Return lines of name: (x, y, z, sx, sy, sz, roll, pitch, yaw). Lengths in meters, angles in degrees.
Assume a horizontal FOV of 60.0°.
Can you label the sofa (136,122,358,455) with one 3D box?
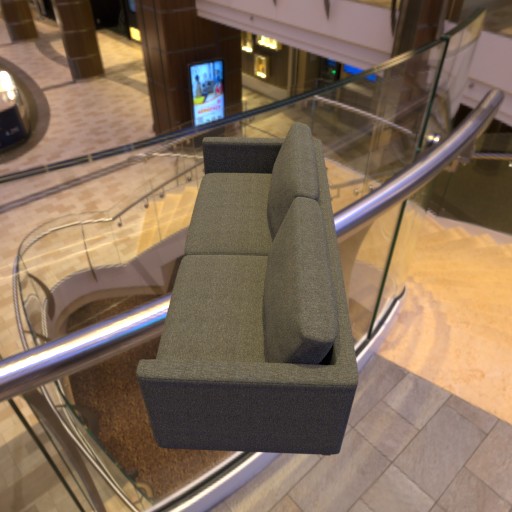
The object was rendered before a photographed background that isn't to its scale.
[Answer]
sofa: (0.000, 0.000, 2.802, 0.948, 0.965, 2.208, 1, 41, 2)
